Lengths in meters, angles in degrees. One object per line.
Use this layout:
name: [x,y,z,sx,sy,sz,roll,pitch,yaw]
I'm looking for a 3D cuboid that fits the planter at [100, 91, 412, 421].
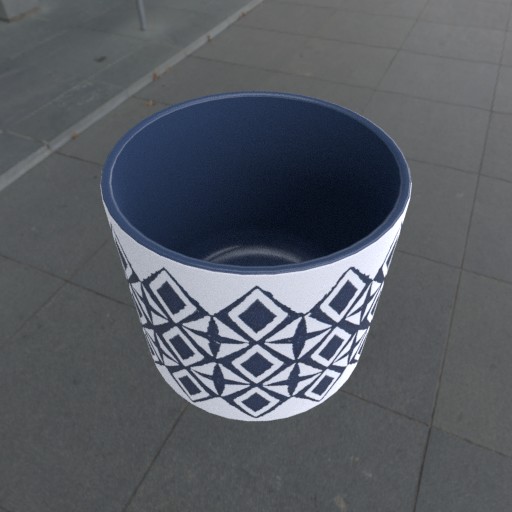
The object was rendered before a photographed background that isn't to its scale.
planter: [0.000,0.000,0.398,0.224,0.203,0.224,0,46,0]
